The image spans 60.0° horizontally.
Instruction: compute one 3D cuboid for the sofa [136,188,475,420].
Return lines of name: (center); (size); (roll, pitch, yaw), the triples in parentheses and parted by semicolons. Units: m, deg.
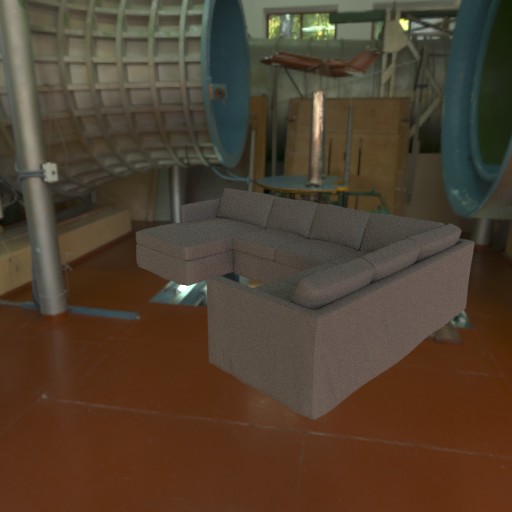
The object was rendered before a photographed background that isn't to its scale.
sofa: (0.000, 0.000, 4.606); (2.476, 0.878, 3.528); (-16, 23, -42)
